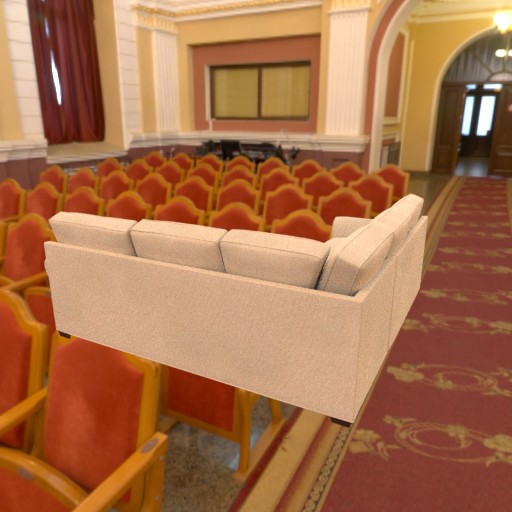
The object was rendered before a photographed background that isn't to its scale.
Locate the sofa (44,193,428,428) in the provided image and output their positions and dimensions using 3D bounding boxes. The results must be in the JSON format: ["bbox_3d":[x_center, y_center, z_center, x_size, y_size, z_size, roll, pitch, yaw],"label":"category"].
[{"bbox_3d":[0.000,0.000,3.979,2.569,1.054,2.487,9,19,26],"label":"sofa"}]
